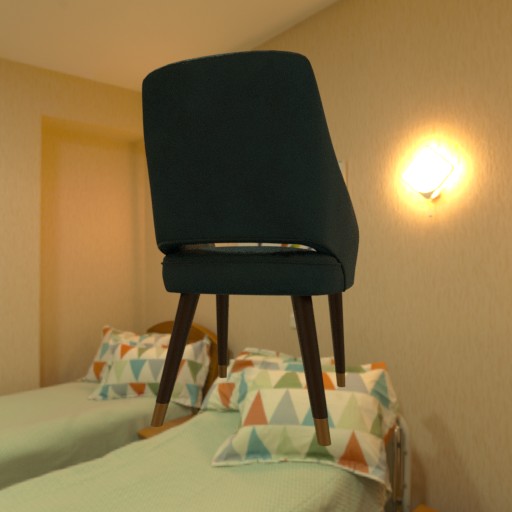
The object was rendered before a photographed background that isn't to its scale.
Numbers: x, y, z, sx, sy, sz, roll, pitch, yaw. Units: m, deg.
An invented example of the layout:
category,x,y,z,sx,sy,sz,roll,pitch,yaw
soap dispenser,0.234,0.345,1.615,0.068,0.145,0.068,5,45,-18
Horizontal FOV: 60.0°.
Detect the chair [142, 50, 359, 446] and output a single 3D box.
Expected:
category,x,y,z,sx,sy,sz,roll,pitch,yaw
chair,0.000,0.000,1.559,0.683,1.081,0.794,0,-1,16
